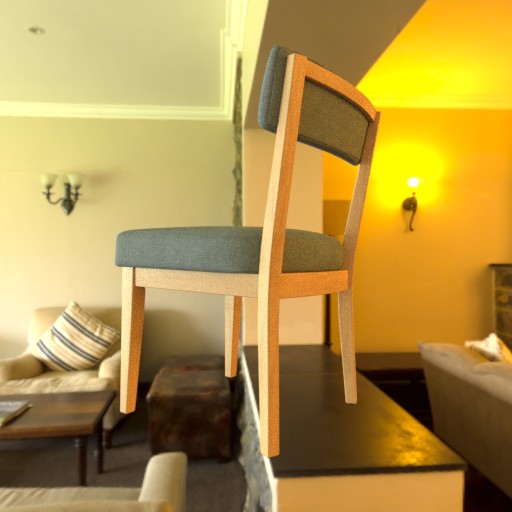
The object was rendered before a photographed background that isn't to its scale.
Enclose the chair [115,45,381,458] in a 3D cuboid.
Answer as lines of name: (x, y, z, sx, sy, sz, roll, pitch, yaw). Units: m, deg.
chair: (0.000, 0.000, 1.186, 0.572, 0.832, 0.508, 0, 0, 36)
